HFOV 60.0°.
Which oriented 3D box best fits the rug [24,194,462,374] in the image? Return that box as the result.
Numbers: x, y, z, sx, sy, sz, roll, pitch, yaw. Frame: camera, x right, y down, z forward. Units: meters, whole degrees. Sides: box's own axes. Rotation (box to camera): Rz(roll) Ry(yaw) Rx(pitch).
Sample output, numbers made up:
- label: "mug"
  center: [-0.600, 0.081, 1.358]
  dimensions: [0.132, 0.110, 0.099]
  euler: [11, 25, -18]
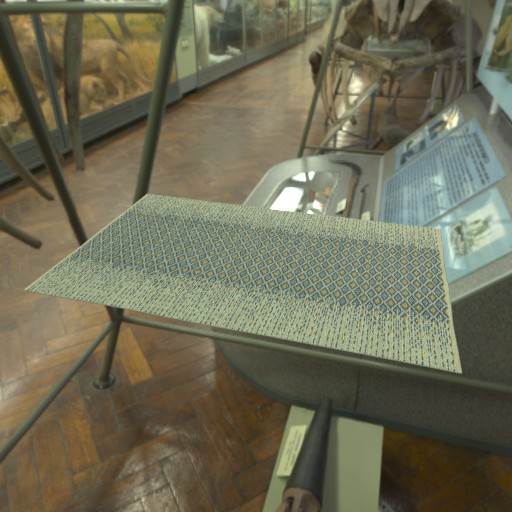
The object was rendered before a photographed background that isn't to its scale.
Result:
- label: "rug"
  center: [0.000, 0.000, 2.995]
  dimensions: [2.448, 0.008, 1.541]
  euler: [8, 32, 14]
